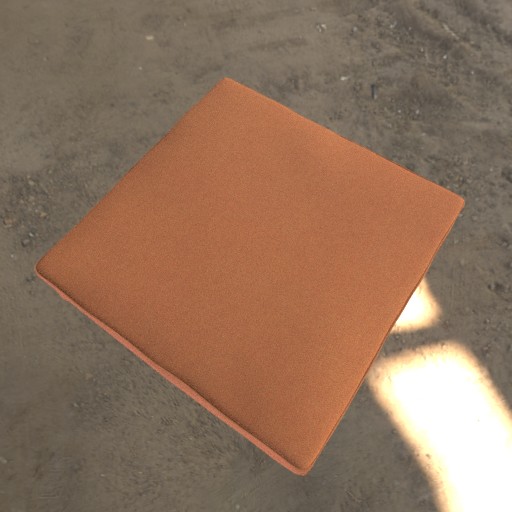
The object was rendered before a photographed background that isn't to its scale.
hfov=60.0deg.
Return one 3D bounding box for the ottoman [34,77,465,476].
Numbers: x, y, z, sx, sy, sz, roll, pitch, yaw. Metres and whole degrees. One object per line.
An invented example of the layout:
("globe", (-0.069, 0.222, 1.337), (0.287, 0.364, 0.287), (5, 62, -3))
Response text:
("ottoman", (0.000, 0.000, 1.532), (0.999, 0.438, 0.997), (32, 68, 14))
